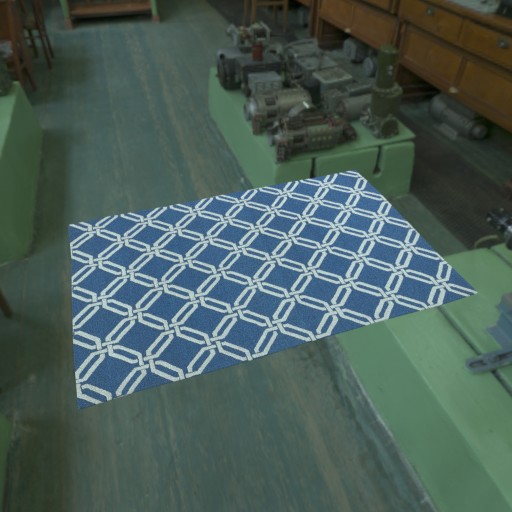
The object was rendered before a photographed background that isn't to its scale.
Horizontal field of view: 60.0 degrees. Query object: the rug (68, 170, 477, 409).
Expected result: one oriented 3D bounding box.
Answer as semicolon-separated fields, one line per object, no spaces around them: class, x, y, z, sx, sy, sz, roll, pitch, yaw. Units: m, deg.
rug;0.000;0.000;2.200;1.755;0.010;1.153;-13;43;-14
